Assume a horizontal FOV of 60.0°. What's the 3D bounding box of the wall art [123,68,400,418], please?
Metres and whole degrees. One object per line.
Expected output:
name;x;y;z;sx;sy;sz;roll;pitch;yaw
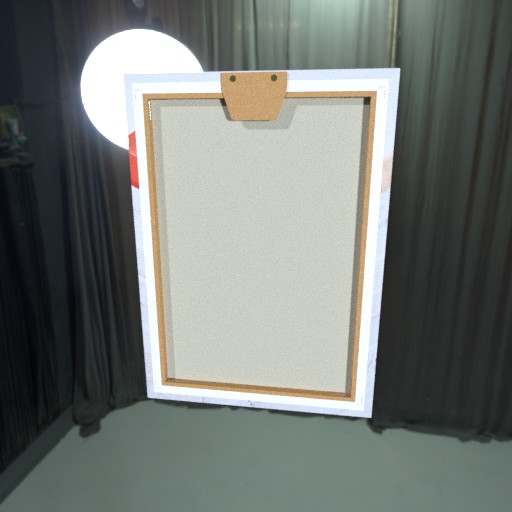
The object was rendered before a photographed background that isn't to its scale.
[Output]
wall art;0.000;0.000;1.095;0.613;0.848;0.036;2;16;8
